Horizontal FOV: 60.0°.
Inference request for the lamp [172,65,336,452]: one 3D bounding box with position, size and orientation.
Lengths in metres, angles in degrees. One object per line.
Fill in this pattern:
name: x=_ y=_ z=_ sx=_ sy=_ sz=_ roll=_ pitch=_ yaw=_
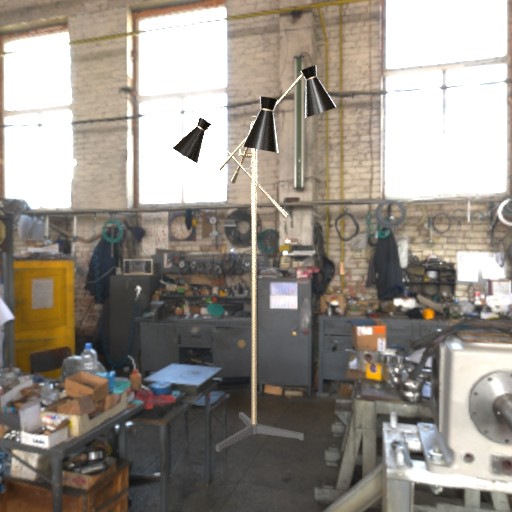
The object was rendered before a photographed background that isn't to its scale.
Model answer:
lamp: x=0.000 y=0.000 z=2.140 sx=0.750 sy=1.804 sz=0.653 roll=0 pitch=1 yaw=-17
